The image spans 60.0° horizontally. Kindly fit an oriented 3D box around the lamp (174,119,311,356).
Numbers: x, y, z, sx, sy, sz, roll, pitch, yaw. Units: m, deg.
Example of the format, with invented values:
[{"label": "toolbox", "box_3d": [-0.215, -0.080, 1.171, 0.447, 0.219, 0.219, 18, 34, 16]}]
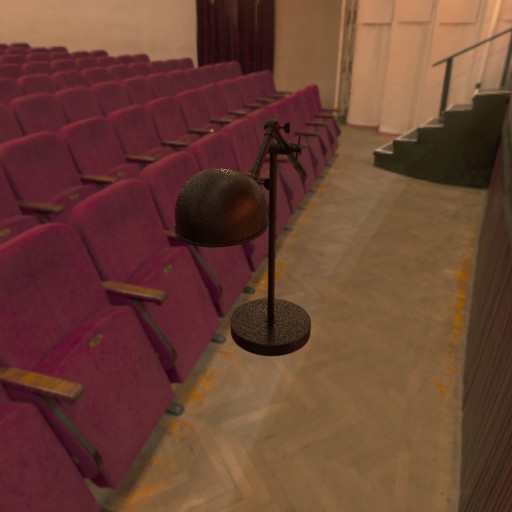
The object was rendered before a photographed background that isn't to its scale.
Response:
[{"label": "lamp", "box_3d": [0.000, 0.000, 0.829, 0.185, 0.495, 0.567, 8, 28, 16]}]
